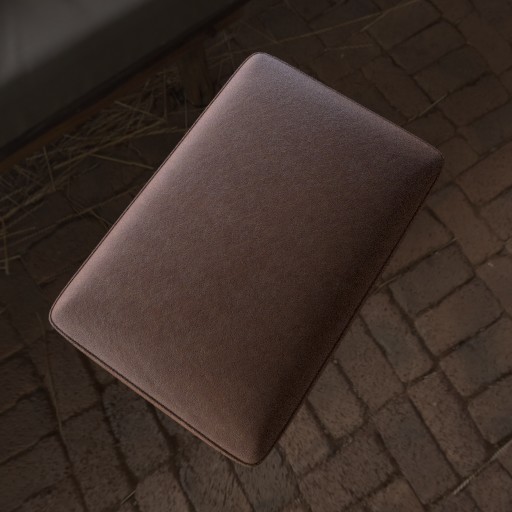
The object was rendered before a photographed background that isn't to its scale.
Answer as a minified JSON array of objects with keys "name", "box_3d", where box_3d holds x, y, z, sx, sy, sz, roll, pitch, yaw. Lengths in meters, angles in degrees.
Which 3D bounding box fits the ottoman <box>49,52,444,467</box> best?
[{"name":"ottoman","box_3d":[0.000,0.000,1.191,0.584,0.483,0.864,33,77,8]}]
